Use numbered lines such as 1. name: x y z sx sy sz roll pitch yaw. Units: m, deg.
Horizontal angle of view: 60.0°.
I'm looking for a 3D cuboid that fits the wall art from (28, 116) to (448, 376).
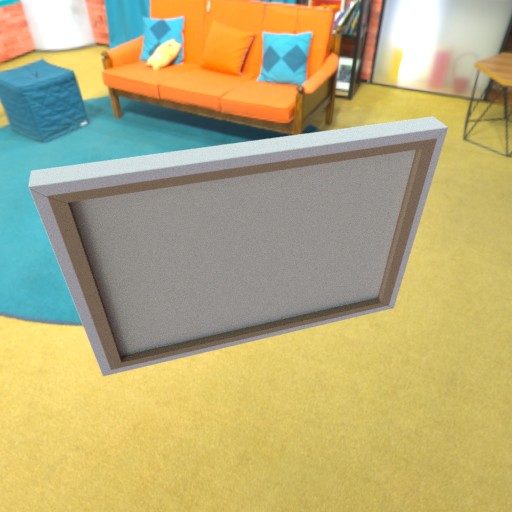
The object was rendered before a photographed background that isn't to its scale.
1. wall art: 0.000 0.000 0.772 0.608 0.414 0.042 -11 42 -12
